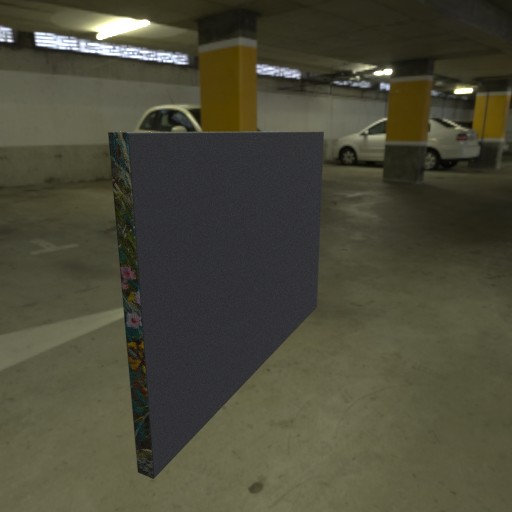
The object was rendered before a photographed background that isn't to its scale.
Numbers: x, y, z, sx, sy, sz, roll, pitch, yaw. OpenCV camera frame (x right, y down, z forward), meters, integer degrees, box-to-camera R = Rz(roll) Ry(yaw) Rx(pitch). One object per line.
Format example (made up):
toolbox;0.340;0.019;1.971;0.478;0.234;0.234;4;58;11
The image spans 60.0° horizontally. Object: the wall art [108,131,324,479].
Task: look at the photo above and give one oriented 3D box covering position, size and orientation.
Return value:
wall art;0.000;0.000;1.119;0.037;0.604;0.908;8;17;25
